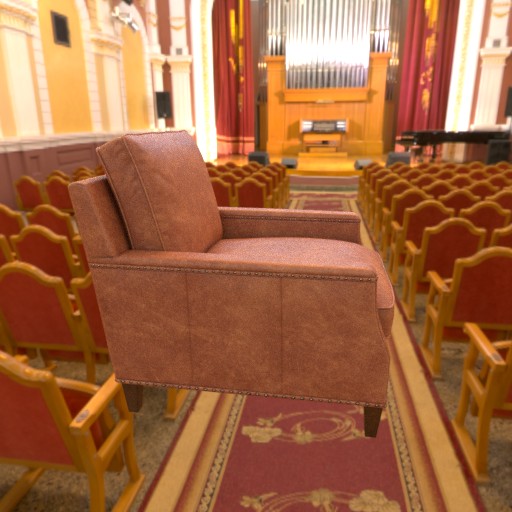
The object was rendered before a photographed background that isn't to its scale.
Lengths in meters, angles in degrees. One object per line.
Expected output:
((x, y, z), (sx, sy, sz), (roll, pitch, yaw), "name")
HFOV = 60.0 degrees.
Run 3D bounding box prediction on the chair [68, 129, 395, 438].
((0.000, 0.000, 1.741), (1.014, 0.943, 0.853), (3, 17, 9), "chair")
